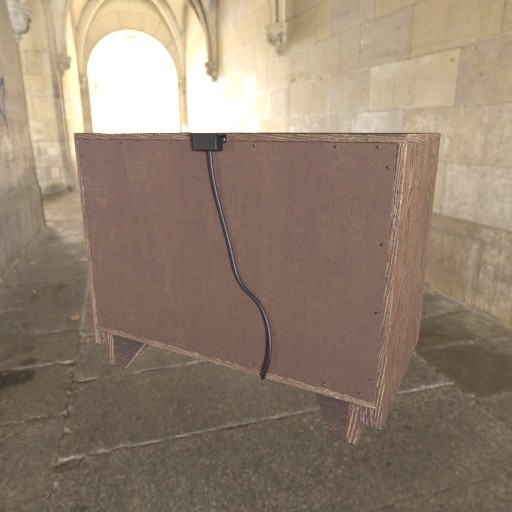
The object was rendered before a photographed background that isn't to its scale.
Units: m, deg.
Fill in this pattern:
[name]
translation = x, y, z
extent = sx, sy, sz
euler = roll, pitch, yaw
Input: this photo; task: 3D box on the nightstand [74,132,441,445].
[nightstand]
translation = 0.000, 0.000, 1.143
extent = 0.775, 0.612, 0.457
euler = 8, 18, 27
